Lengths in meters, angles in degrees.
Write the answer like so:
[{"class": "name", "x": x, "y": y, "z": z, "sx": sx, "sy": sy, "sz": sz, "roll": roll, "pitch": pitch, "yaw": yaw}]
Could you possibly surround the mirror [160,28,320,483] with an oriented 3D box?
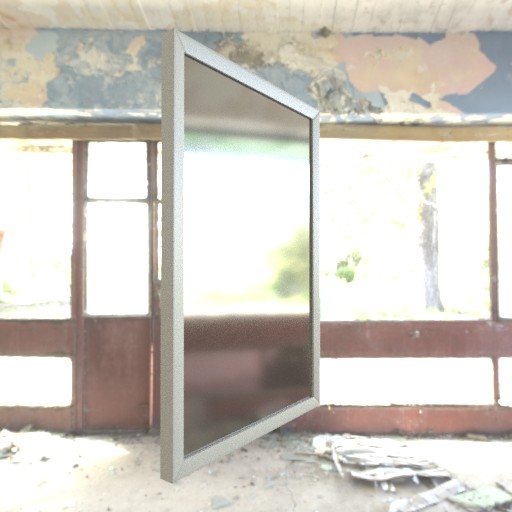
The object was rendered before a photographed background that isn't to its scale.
[{"class": "mirror", "x": 0.000, "y": 0.000, "z": 1.144, "sx": 0.041, "sy": 0.914, "sz": 0.609, "roll": -1, "pitch": -1, "yaw": 37}]
